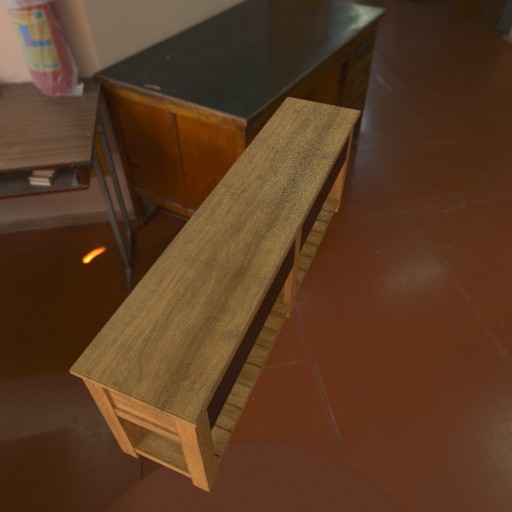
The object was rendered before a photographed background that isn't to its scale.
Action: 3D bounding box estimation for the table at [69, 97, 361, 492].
[{"bbox_3d":[0.000,0.000,2.018,0.425,0.635,1.815,17,48,16],"label":"table"}]
